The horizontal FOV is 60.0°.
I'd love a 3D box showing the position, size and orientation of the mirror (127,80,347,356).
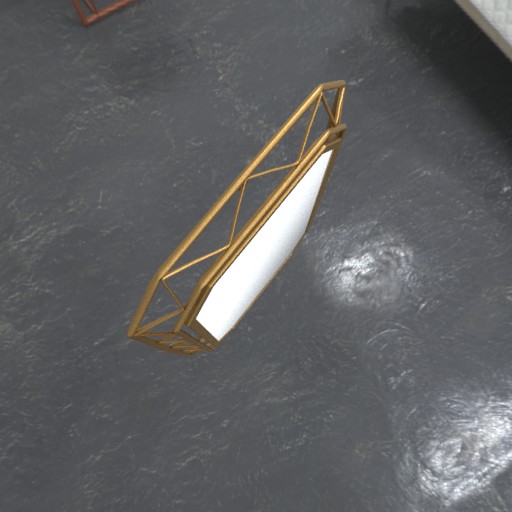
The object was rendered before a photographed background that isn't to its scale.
[{"bbox_3d":[0.000,0.000,0.729,0.042,0.566,0.417,37,78,9],"label":"mirror"}]
